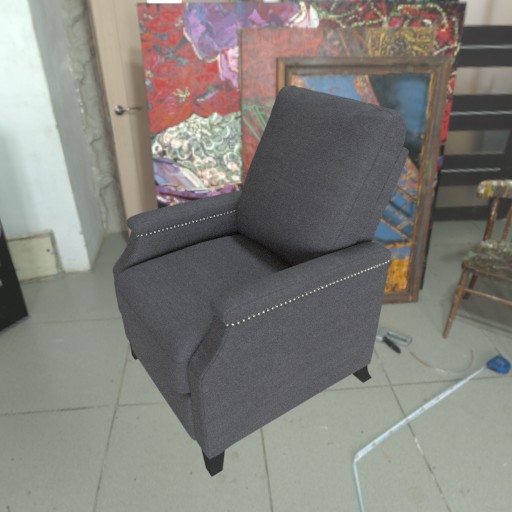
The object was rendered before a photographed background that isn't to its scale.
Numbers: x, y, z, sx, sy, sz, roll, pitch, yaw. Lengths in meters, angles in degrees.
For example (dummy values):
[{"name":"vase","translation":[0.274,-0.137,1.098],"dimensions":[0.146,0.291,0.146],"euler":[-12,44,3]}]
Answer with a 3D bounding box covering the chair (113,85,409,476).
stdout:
[{"name":"chair","translation":[0.000,0.000,1.612],"dimensions":[0.922,1.049,0.710],"euler":[-20,36,-30]}]
